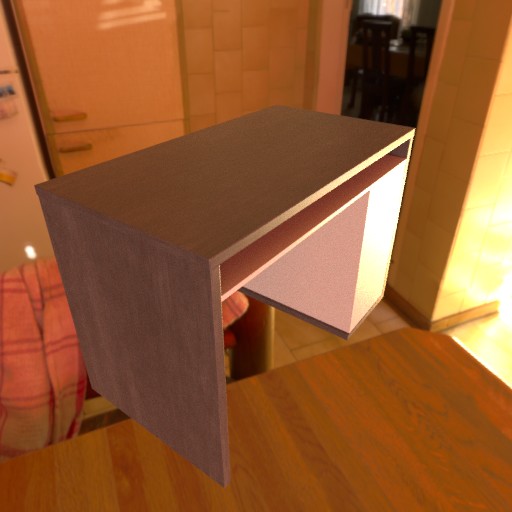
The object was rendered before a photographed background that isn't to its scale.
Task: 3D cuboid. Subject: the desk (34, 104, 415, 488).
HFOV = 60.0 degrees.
[{"bbox_3d":[0.000,0.000,1.554,0.600,0.750,1.100,21,38,31],"label":"desk"}]
